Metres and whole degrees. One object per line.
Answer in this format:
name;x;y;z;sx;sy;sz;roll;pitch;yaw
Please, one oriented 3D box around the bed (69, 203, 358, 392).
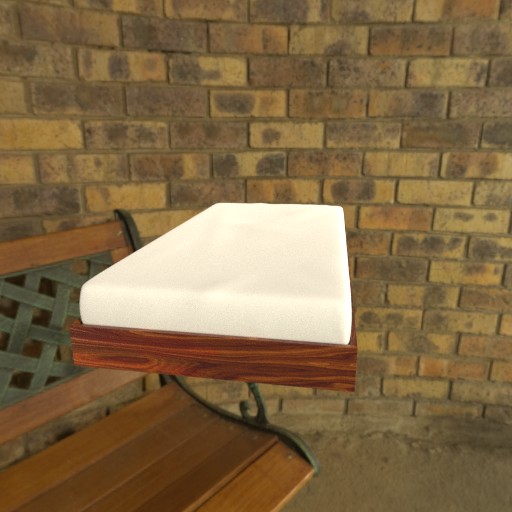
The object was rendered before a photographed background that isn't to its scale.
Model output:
bed;0.000;0.000;2.281;0.940;0.312;1.860;3;16;10
